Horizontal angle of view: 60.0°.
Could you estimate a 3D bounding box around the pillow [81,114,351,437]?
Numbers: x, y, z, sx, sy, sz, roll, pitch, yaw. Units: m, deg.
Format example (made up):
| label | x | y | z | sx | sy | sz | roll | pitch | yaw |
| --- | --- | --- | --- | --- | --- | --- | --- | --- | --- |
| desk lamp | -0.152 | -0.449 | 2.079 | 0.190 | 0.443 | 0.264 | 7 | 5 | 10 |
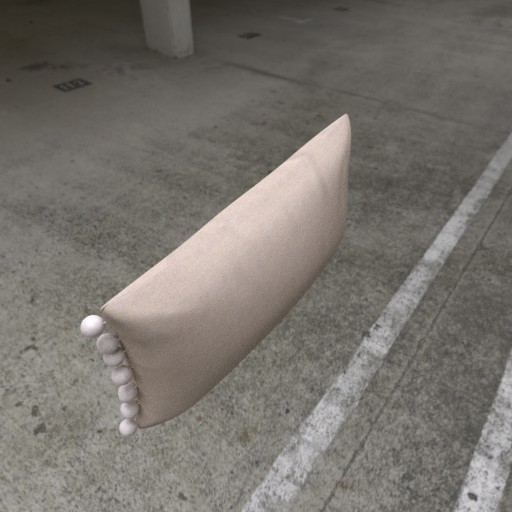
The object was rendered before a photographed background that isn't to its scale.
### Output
| label | x | y | z | sx | sy | sz | roll | pitch | yaw |
| --- | --- | --- | --- | --- | --- | --- | --- | --- | --- |
| pillow | 0.000 | 0.000 | 0.835 | 0.201 | 0.322 | 0.709 | 26 | 48 | 26 |
